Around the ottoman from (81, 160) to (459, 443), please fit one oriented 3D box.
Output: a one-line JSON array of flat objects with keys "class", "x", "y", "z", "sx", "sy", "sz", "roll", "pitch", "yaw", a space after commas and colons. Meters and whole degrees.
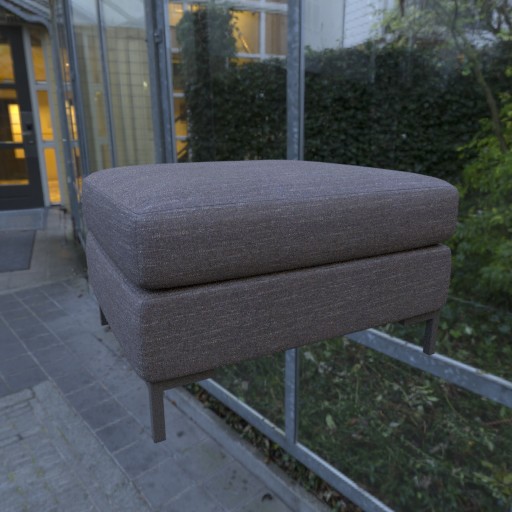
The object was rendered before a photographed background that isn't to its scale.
[{"class": "ottoman", "x": 0.000, "y": 0.000, "z": 1.214, "sx": 0.820, "sy": 0.490, "sz": 0.671, "roll": -8, "pitch": 18, "yaw": -27}]
